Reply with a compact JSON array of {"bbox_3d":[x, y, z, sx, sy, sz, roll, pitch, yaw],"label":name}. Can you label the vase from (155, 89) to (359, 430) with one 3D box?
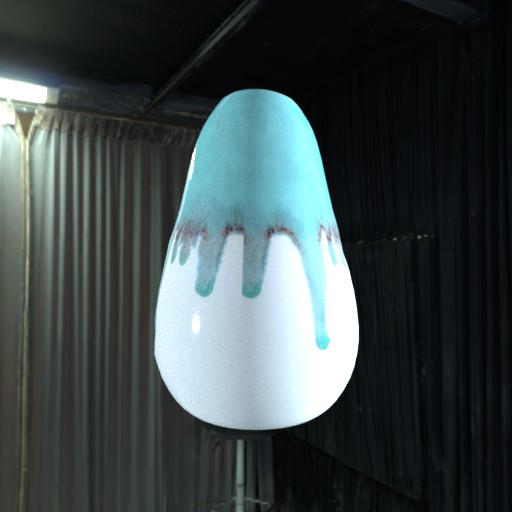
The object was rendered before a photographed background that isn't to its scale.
[{"bbox_3d":[0.000,0.000,0.259,0.116,0.179,0.116,0,-2,0],"label":"vase"}]
